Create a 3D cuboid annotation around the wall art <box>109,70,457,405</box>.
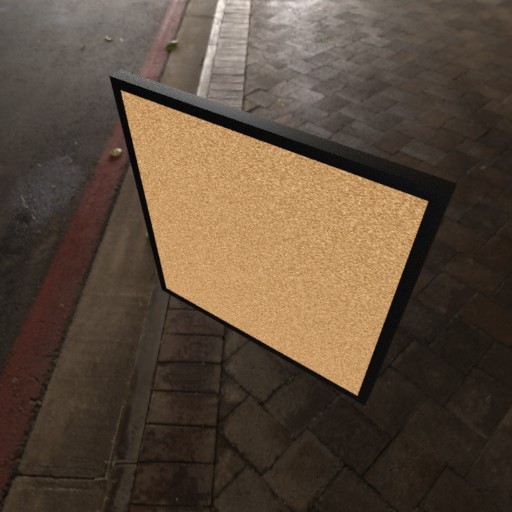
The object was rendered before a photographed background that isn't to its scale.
[{"bbox_3d":[0.000,0.000,1.124,0.756,0.755,0.036,26,52,22],"label":"wall art"}]
